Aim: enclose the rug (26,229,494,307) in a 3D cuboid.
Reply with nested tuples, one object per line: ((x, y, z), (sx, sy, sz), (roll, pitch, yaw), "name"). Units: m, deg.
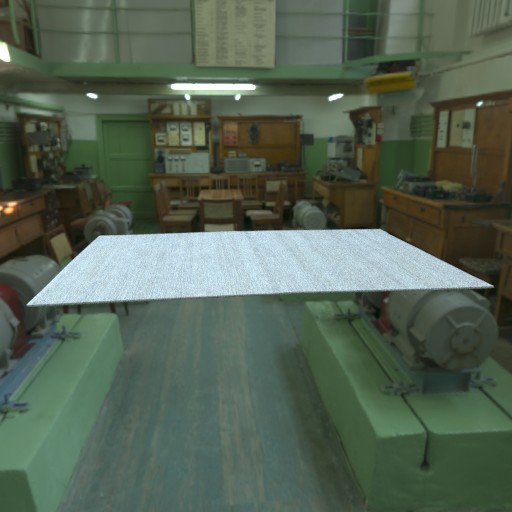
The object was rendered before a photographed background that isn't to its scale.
((0.000, 0.000, 2.269), (1.820, 0.022, 1.179), (-2, 15, -6), "rug")
